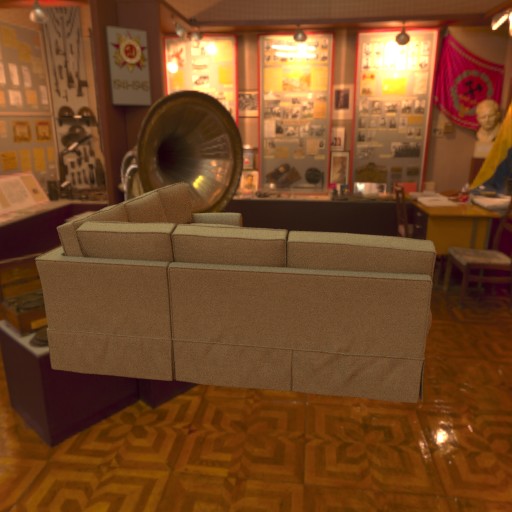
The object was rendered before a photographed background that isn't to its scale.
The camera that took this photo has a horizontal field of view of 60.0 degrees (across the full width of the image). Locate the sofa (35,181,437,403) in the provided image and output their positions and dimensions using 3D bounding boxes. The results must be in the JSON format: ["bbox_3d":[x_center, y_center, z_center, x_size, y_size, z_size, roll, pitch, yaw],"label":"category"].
[{"bbox_3d":[0.000,0.000,4.090,2.618,1.081,2.623,3,17,9],"label":"sofa"}]
